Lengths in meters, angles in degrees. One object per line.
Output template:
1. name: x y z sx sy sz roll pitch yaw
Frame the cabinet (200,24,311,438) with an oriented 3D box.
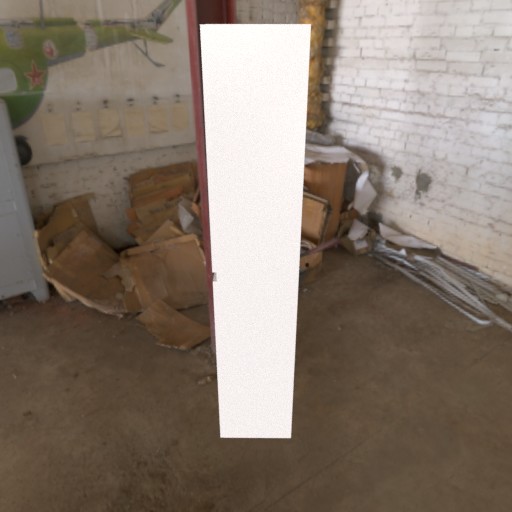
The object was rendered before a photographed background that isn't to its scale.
1. cabinet: 0.000 0.000 1.518 0.269 1.400 0.300 0 26 0
